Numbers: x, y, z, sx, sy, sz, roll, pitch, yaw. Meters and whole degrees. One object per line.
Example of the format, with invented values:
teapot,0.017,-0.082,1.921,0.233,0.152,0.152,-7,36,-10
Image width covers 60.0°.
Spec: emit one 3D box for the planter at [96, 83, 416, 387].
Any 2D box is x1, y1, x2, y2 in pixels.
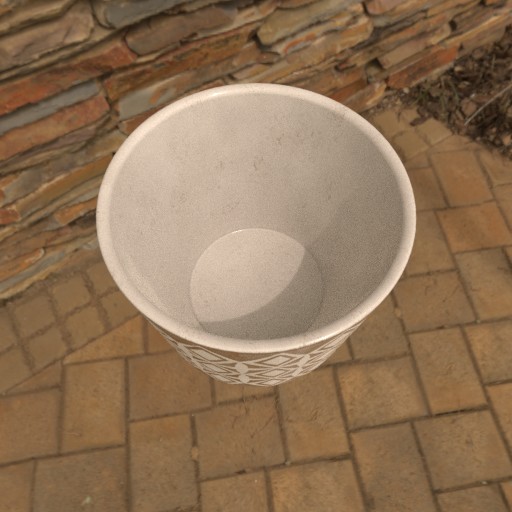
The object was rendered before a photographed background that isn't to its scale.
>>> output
planter,0.000,0.000,0.461,0.260,0.220,0.260,0,63,0
